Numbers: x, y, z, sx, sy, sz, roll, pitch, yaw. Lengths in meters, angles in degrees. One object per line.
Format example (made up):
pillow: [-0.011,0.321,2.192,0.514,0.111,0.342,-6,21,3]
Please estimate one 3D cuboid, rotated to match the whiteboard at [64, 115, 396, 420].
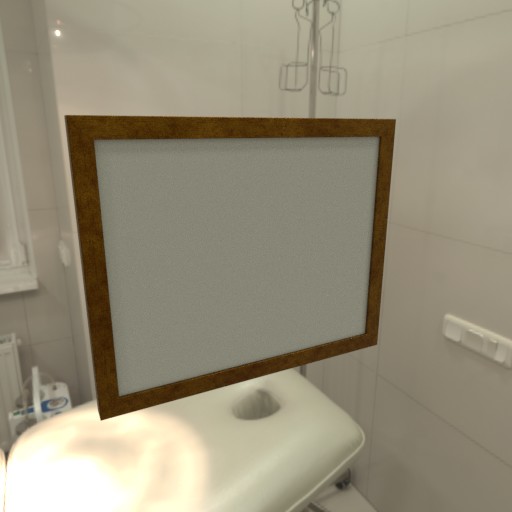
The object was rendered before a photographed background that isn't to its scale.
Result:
whiteboard: [0.000,0.000,0.766,0.561,0.457,0.029,-8,18,-26]
